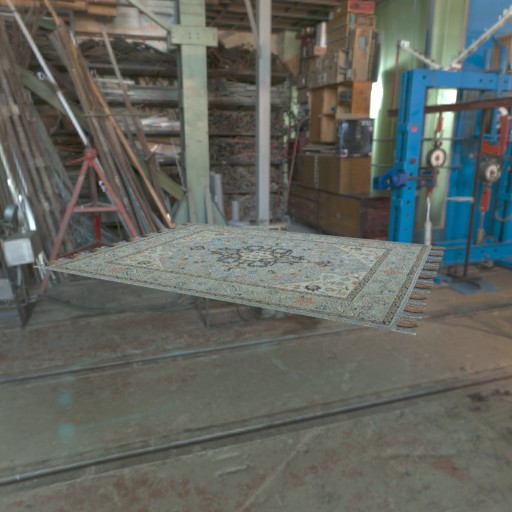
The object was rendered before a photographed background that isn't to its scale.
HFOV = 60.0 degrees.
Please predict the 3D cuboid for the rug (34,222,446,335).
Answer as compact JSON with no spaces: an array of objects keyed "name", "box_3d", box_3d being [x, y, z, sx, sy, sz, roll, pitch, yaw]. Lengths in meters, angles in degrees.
[{"name":"rug","box_3d":[0.000,0.000,4.240,3.221,0.011,2.379,7,16,25]}]
